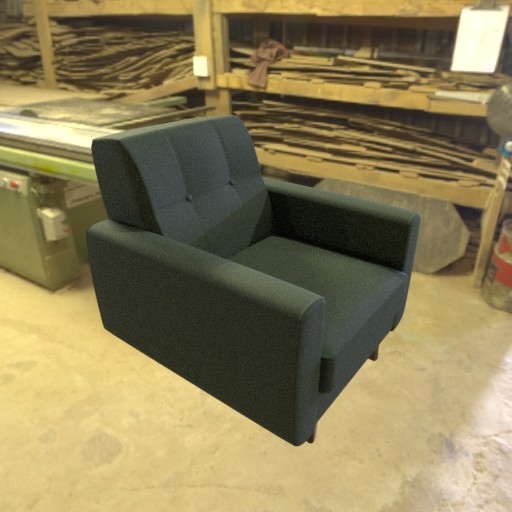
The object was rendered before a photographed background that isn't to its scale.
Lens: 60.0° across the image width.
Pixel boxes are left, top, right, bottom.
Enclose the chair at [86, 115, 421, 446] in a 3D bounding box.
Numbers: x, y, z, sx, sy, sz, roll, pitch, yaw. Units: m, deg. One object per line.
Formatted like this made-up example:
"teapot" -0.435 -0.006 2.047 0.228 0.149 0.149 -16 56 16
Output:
"chair" 0.000 0.000 1.559 0.909 0.841 0.831 18 32 32
